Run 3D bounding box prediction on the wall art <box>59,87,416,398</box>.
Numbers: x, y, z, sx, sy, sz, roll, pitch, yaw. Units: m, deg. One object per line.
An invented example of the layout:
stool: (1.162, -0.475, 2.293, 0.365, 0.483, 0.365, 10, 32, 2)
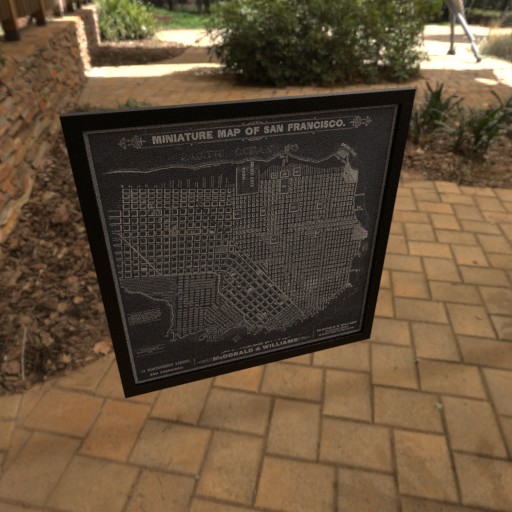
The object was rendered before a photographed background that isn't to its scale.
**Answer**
wall art: (0.000, 0.000, 0.672, 0.457, 0.458, 0.012, -10, 34, -15)
